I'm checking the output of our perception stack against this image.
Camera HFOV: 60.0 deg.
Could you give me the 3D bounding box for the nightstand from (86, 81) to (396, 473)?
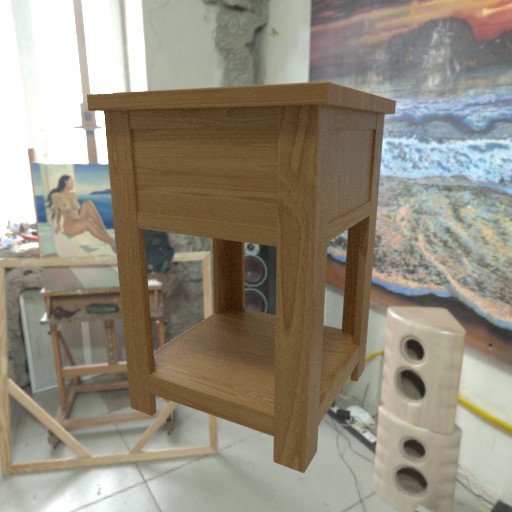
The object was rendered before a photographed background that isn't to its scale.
[{"bbox_3d":[0.000,0.000,0.910,0.428,0.614,0.418,8,18,27],"label":"nightstand"}]
